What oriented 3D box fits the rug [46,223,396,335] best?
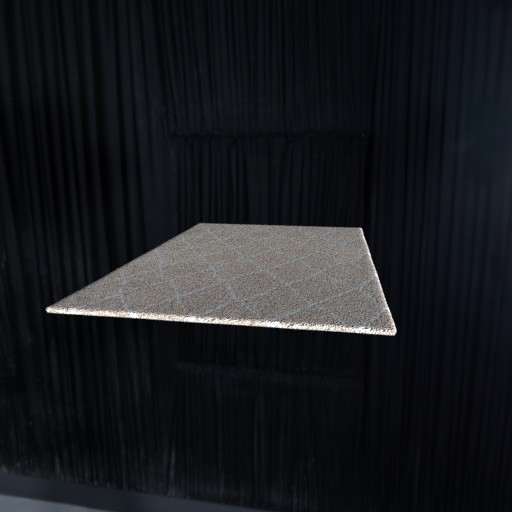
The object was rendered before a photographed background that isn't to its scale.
[{"bbox_3d":[0.000,0.000,3.485,1.778,0.030,2.743,2,14,9],"label":"rug"}]
